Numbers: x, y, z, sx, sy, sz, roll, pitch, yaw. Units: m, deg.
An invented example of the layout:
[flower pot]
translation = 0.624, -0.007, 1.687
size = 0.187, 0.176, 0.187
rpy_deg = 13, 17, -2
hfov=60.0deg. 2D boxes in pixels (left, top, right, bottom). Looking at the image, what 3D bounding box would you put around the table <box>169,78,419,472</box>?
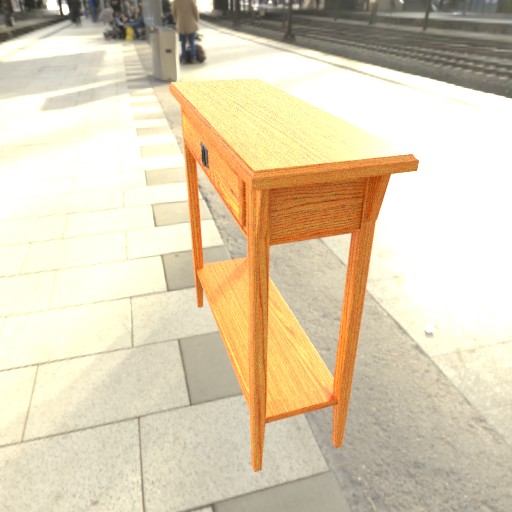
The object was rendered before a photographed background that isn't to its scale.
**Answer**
[table]
translation = 0.000, 0.000, 1.096
size = 0.254, 0.711, 0.762
rpy_deg = -9, 31, -15
